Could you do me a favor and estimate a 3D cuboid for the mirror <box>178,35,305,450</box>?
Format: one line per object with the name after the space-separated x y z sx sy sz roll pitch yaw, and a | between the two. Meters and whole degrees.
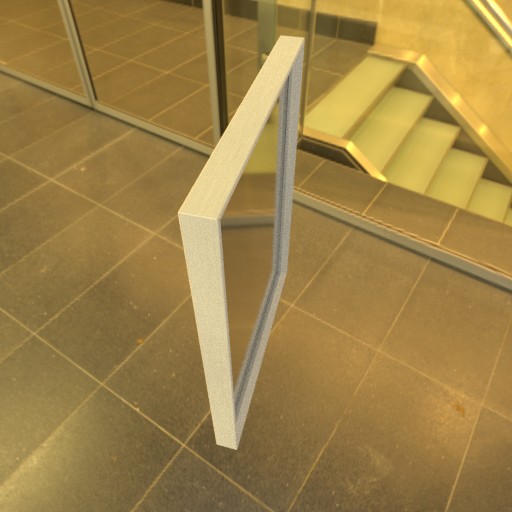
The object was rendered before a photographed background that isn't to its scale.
0.000 0.000 0.689 0.041 0.509 0.406 11 47 10 | mirror
